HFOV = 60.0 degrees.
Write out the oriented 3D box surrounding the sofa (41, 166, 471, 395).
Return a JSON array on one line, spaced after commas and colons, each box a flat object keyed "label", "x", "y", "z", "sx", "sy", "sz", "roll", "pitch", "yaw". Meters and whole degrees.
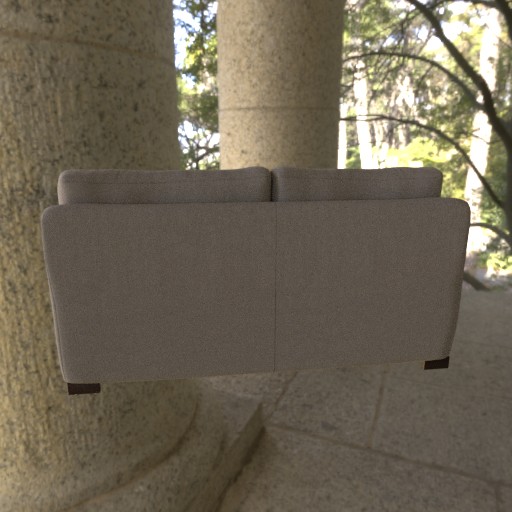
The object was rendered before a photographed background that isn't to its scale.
[{"label": "sofa", "x": 0.000, "y": 0.000, "z": 2.377, "sx": 1.855, "sy": 0.980, "sz": 0.962, "roll": -2, "pitch": 15, "yaw": -7}]
